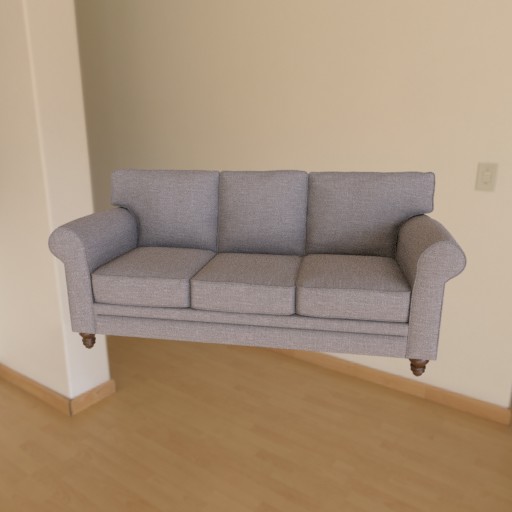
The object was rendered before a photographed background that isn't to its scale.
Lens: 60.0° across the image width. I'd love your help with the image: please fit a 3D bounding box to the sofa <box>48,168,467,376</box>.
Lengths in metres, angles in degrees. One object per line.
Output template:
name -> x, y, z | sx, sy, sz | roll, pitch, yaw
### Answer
sofa -> 0.000, 0.000, 2.588 | 2.084, 0.961, 0.916 | 3, 15, 10
